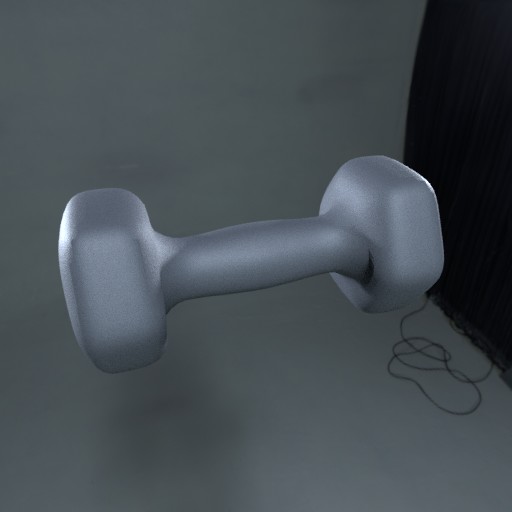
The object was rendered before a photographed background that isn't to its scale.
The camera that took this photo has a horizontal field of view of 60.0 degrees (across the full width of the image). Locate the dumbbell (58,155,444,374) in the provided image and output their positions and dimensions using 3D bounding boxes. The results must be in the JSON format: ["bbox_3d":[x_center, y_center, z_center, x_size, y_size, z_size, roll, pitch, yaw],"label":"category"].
[{"bbox_3d":[0.000,0.000,0.299,0.240,0.105,0.116,-10,34,-15],"label":"dumbbell"}]
